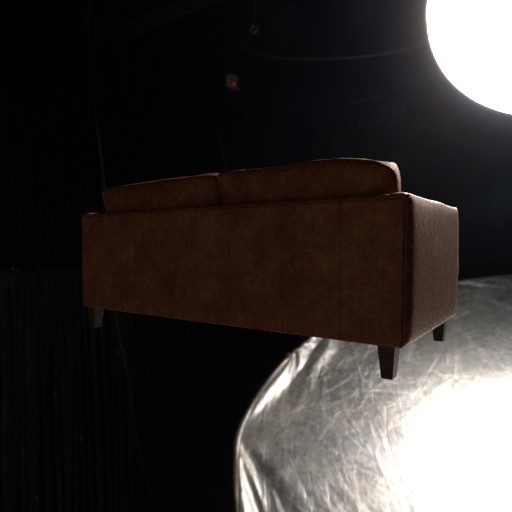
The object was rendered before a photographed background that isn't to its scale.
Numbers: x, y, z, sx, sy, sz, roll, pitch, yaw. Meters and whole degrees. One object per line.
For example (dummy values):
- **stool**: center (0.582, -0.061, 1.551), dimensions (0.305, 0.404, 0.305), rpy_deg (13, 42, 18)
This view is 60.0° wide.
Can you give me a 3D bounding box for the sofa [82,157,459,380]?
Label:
- **sofa**: center (0.000, 0.000, 2.493), dimensions (1.971, 0.863, 0.923), rpy_deg (1, 2, 35)
